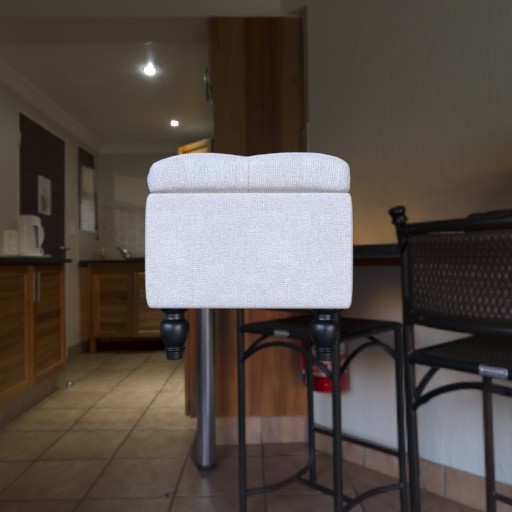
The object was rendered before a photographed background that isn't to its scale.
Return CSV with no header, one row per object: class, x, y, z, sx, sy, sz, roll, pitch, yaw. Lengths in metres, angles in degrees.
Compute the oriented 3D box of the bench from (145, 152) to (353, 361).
bench,0.000,0.000,1.688,0.455,0.467,1.480,0,0,1
